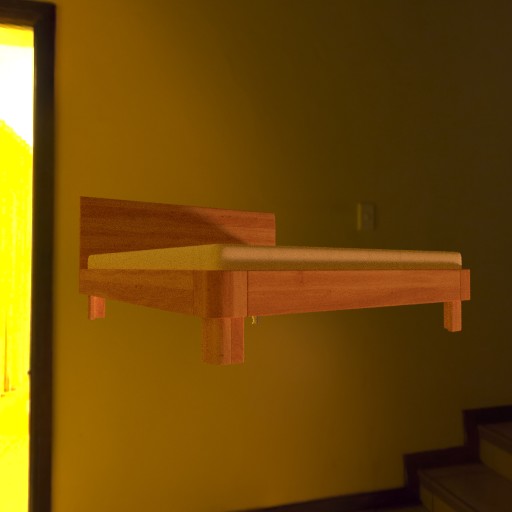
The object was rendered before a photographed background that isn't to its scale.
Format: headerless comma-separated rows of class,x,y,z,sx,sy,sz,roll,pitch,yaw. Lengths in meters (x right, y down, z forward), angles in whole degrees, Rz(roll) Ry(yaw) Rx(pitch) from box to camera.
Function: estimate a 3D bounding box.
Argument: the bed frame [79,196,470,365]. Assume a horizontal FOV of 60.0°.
bed frame,0.000,0.000,3.091,1.872,0.940,2.092,1,-2,-35
